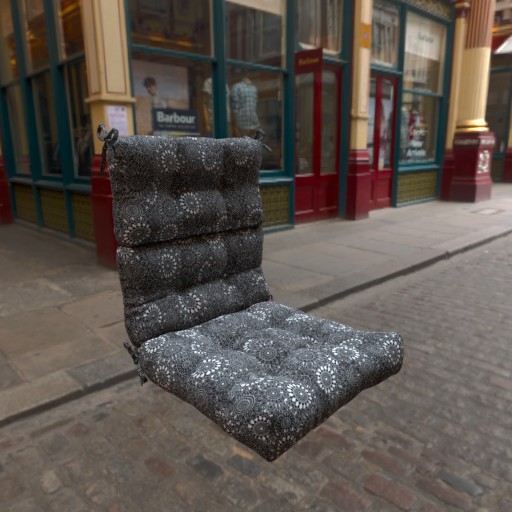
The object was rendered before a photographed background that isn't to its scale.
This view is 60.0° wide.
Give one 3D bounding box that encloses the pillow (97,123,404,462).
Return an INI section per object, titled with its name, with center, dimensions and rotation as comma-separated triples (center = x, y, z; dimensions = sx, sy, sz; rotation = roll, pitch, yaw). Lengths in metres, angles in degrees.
[pillow]
center = 0.000, 0.000, 1.042
dimensions = 0.519, 0.605, 0.571
rotation = -13, 18, -43
